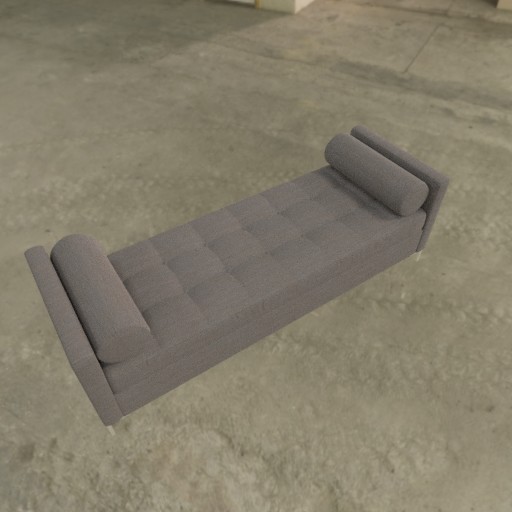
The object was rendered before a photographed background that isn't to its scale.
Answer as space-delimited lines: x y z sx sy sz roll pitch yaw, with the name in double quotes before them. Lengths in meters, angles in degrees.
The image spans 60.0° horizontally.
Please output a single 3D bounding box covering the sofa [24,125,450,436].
"sofa" 0.000 0.000 2.317 1.981 0.635 0.686 -25 51 -23
